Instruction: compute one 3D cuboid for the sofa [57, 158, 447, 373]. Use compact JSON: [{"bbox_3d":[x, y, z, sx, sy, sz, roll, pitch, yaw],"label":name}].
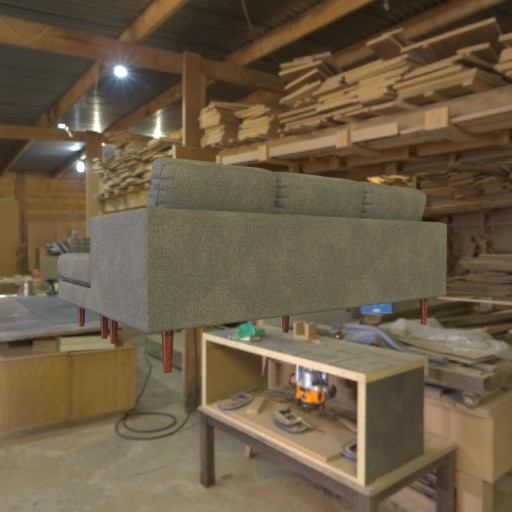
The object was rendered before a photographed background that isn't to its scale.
[{"bbox_3d":[0.000,0.000,3.036,2.233,0.956,1.504,-1,2,-37],"label":"sofa"}]
